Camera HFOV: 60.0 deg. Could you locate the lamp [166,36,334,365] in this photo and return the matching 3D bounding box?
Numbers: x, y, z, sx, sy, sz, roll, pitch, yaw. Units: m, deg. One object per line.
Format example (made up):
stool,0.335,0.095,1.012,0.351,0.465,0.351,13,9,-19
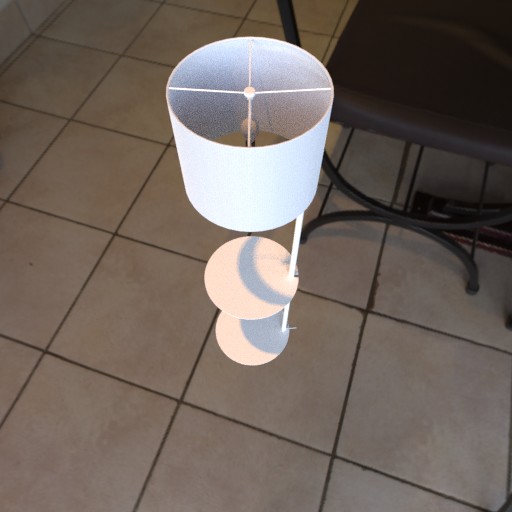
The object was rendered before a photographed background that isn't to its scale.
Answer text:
lamp,0.000,0.000,1.614,0.405,1.465,0.372,0,59,0
